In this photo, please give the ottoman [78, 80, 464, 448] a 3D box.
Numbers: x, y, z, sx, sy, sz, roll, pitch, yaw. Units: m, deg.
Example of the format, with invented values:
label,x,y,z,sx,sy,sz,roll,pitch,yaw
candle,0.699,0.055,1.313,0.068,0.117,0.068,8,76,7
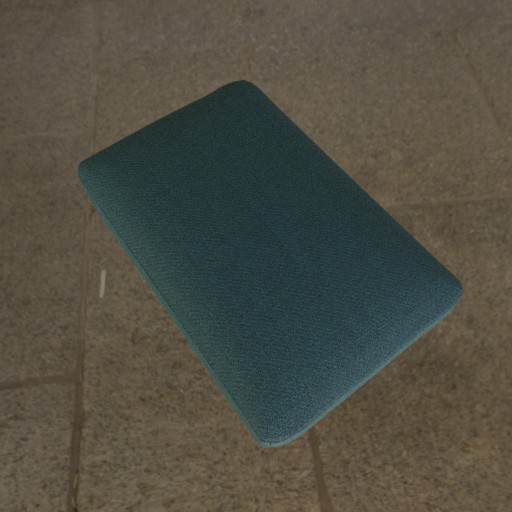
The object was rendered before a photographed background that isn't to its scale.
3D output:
label,x,y,z,sx,sy,sz,roll,pitch,yaw
ottoman,0.000,0.000,1.202,0.563,0.498,0.856,-33,67,-16
